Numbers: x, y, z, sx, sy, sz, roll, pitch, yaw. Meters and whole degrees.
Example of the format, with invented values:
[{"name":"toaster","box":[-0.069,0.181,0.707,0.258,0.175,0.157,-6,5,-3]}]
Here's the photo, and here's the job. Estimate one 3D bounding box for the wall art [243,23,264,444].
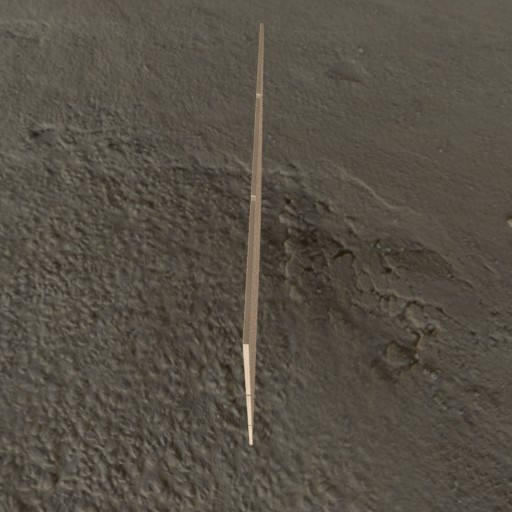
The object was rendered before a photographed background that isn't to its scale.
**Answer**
[{"name":"wall art","box":[0.000,0.000,1.787,0.013,1.218,1.219,2,58,1]}]
